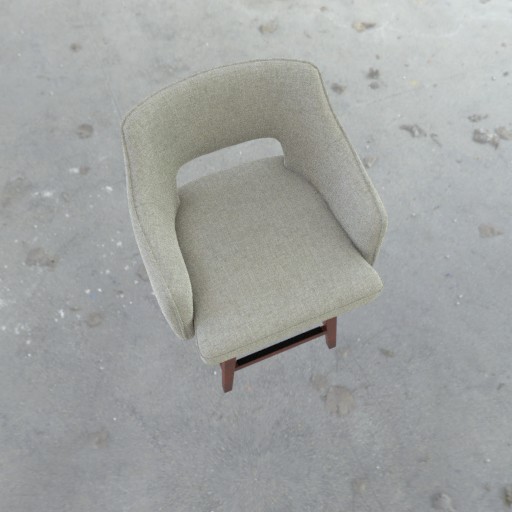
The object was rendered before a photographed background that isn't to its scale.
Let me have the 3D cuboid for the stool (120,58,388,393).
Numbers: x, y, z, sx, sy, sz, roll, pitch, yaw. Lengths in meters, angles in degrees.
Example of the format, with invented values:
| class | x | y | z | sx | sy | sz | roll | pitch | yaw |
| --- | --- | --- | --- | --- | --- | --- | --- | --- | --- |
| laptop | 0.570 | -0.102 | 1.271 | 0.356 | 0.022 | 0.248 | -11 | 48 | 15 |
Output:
| class | x | y | z | sx | sy | sz | roll | pitch | yaw |
| --- | --- | --- | --- | --- | --- | --- | --- | --- | --- |
| stool | 0.000 | 0.000 | 1.322 | 0.599 | 0.944 | 0.558 | -20 | 65 | -10 |
